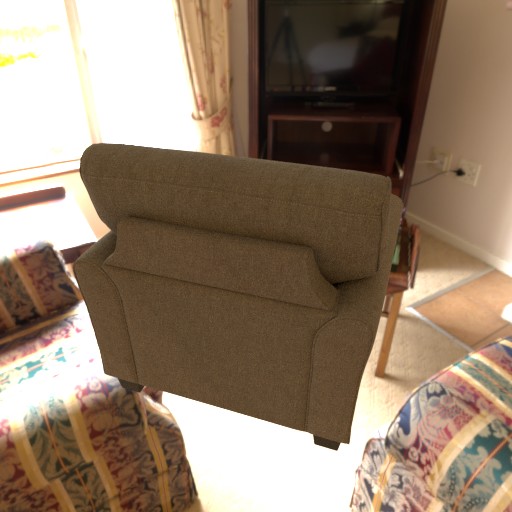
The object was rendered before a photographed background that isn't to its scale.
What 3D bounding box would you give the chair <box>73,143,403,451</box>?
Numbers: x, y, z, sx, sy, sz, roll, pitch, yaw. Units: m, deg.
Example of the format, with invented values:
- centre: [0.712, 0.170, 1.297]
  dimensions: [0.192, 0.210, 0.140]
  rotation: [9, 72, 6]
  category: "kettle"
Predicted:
- centre: [0.000, 0.000, 1.592]
  dimensions: [0.941, 0.890, 0.816]
  rotation: [10, 33, 16]
  category: "chair"
